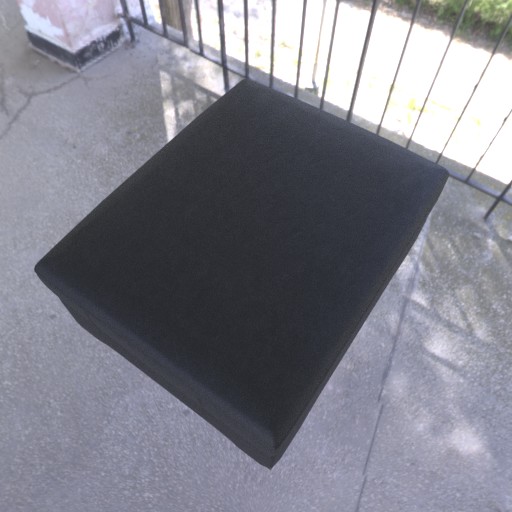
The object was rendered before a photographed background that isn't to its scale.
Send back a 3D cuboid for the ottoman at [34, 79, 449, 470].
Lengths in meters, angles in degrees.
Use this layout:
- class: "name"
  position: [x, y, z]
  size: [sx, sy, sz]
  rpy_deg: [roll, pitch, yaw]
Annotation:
- class: "ottoman"
  position: [0.000, 0.000, 1.753]
  size: [0.967, 0.696, 1.187]
  rpy_deg: [31, 63, 18]
